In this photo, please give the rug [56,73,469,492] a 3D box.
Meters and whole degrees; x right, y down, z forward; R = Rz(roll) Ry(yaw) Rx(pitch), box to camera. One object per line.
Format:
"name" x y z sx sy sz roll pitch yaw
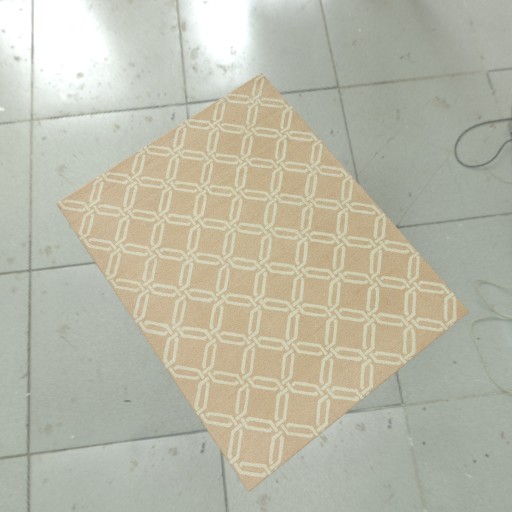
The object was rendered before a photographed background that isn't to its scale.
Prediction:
"rug" 0.000 0.000 3.818 2.288 0.018 2.895 -36 78 -9
